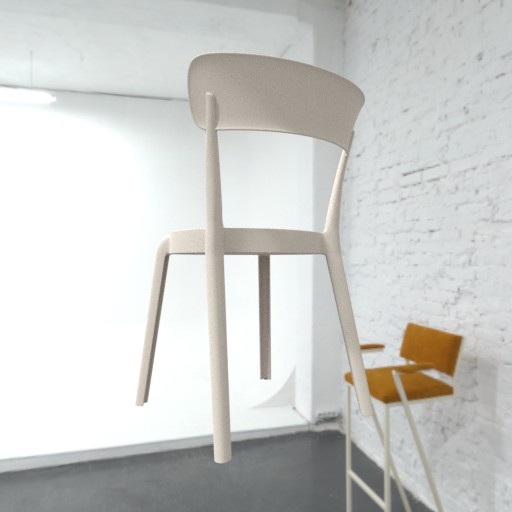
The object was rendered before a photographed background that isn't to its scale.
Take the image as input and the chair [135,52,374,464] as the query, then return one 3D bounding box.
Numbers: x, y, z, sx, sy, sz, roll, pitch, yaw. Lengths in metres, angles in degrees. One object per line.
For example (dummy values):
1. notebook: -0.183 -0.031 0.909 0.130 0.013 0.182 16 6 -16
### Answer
1. chair: 0.000 0.000 1.122 0.506 0.790 0.491 0 -1 -37
